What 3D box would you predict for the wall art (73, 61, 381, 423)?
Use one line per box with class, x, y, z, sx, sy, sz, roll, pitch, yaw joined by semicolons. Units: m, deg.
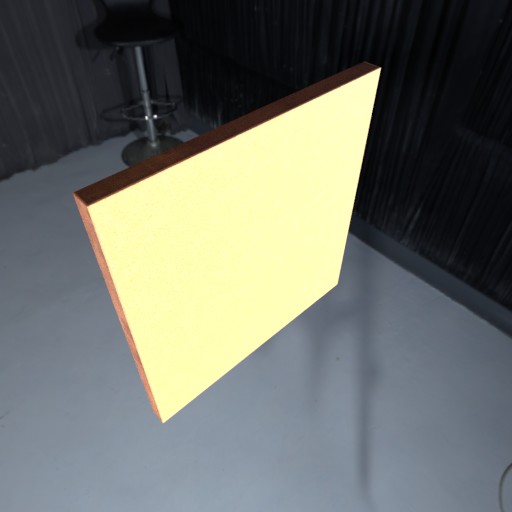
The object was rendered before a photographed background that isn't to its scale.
wall art;0.000;0.000;0.847;0.554;0.572;0.037;-33;54;-28
